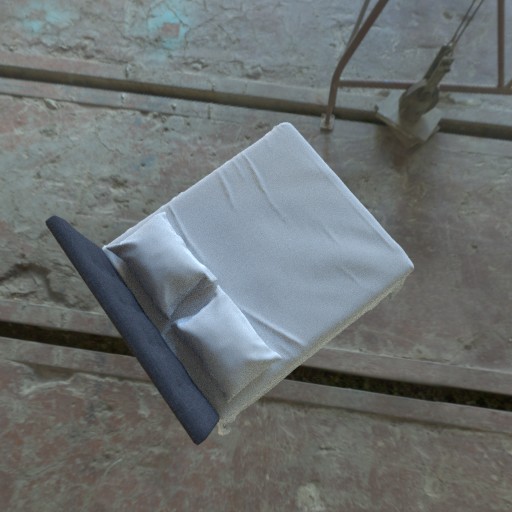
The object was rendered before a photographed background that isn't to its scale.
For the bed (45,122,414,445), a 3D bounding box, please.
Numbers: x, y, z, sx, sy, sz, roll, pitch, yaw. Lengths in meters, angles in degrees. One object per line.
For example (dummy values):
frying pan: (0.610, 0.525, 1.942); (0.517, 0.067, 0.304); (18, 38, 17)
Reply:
bed: (0.000, 0.000, 3.468); (2.222, 1.577, 1.936); (-36, 79, -9)
